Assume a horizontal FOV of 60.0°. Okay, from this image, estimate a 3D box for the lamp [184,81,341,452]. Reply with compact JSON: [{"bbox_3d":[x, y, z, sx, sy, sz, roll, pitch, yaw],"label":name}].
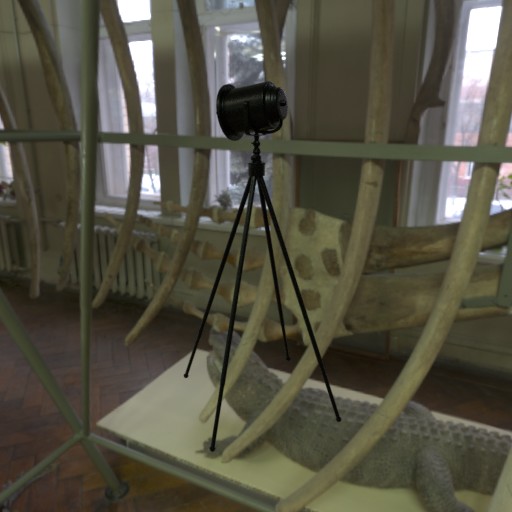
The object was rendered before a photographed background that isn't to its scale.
[{"bbox_3d":[0.000,0.000,2.048,0.884,1.504,0.879,8,18,25],"label":"lamp"}]
